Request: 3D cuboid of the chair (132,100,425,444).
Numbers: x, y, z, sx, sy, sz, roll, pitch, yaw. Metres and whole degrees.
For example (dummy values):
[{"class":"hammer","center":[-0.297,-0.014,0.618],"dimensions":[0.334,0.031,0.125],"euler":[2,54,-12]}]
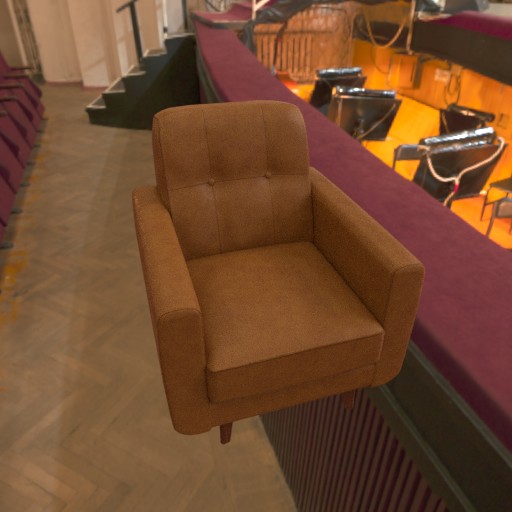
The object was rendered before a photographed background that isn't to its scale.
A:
[{"class":"chair","center":[0.000,0.000,1.695],"dimensions":[0.845,0.968,0.942],"euler":[-10,34,-15]}]
